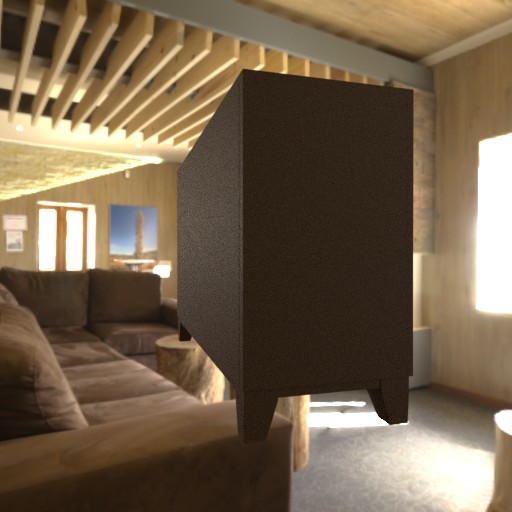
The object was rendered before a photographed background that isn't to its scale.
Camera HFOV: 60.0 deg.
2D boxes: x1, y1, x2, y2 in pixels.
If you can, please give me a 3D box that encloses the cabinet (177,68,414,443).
[{"bbox_3d":[0.000,0.000,1.811,0.482,0.914,1.396,0,0,-17],"label":"cabinet"}]
